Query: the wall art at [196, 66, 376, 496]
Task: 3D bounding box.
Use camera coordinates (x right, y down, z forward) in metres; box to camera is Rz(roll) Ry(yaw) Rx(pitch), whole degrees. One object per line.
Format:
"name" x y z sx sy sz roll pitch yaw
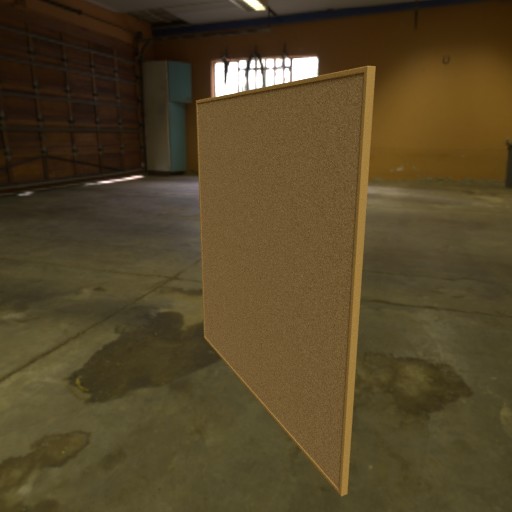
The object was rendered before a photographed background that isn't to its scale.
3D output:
"wall art" 0.000 0.000 0.927 0.014 0.655 0.657 -7 17 -25
